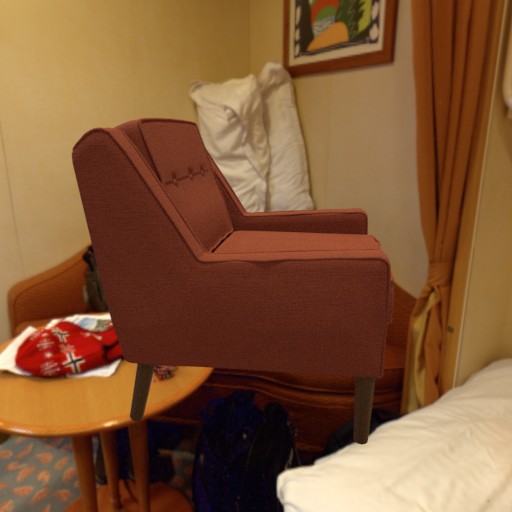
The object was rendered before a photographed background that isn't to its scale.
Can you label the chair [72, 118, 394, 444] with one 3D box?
[{"bbox_3d":[0.000,0.000,1.365,0.770,0.812,0.680,2,16,8],"label":"chair"}]
